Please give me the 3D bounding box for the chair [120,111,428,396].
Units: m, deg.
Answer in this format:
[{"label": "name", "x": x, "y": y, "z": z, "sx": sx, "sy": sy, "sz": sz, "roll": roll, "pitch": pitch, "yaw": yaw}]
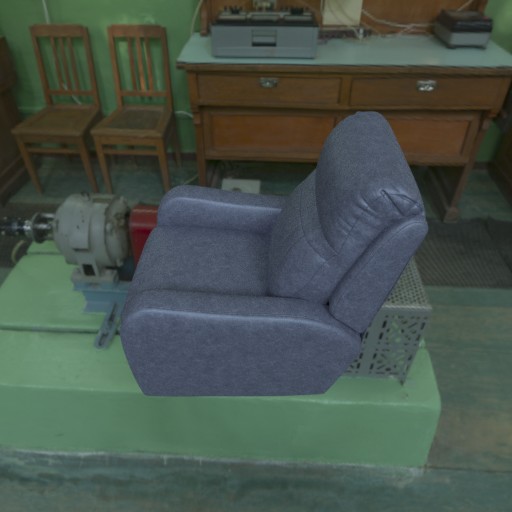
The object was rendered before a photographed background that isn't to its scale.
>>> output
[{"label": "chair", "x": 0.000, "y": 0.000, "z": 1.863, "sx": 1.067, "sy": 1.067, "sz": 0.865, "roll": 1, "pitch": 41, "yaw": 1}]
